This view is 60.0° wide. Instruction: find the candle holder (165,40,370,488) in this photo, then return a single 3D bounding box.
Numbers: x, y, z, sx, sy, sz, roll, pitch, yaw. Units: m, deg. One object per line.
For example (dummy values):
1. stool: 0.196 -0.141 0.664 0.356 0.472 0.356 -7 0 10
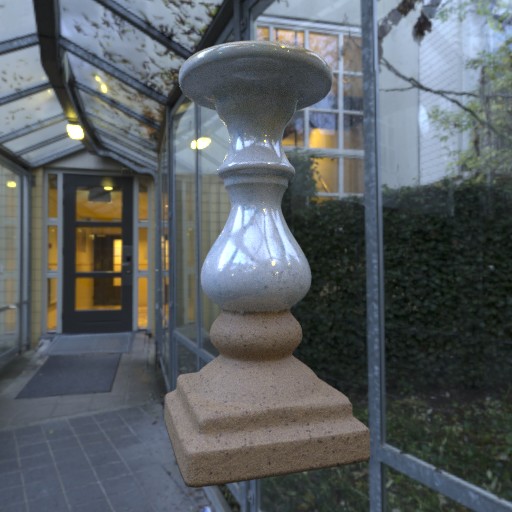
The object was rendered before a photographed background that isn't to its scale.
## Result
1. candle holder: 0.000 0.000 0.294 0.110 0.239 0.110 0 -1 -18
